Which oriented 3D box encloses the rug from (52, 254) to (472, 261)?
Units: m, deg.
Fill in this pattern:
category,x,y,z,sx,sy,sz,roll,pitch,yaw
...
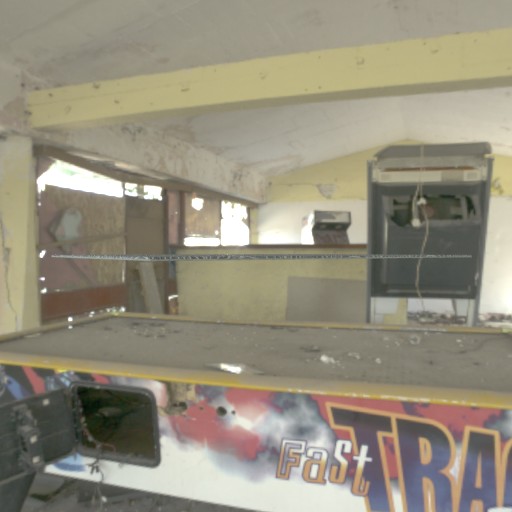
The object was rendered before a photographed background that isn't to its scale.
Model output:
category,x,y,z,sx,sy,sz,roll,pitch,yaw
rug,0.000,0.000,4.105,3.042,0.021,2.456,0,1,-35
